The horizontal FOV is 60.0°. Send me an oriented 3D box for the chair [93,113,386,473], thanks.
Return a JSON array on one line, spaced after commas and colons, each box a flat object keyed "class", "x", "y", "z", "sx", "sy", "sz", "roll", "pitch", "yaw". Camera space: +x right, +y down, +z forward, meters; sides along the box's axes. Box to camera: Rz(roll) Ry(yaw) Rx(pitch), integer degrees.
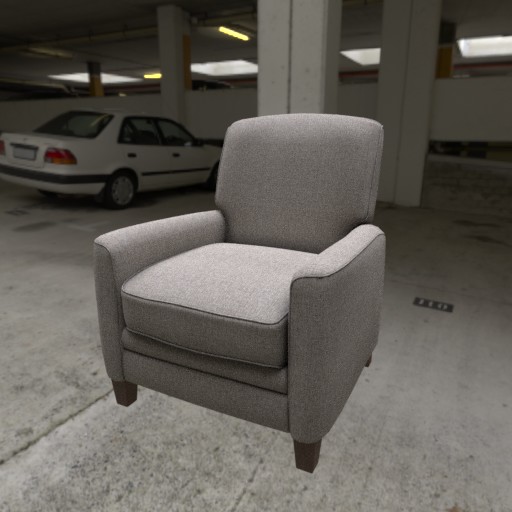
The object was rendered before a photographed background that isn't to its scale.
[{"class": "chair", "x": 0.000, "y": 0.000, "z": 1.611, "sx": 0.848, "sy": 1.014, "sz": 0.864, "roll": 8, "pitch": 17, "yaw": 26}]
